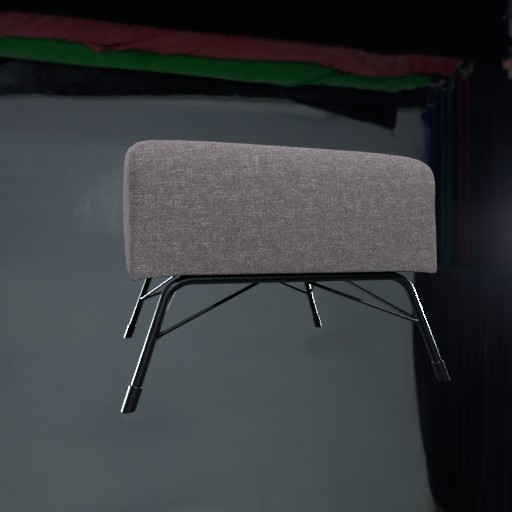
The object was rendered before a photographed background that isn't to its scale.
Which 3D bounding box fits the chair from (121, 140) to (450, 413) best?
[{"bbox_3d":[0.000,0.000,0.917,0.530,0.410,0.530,0,1,-16],"label":"chair"}]
